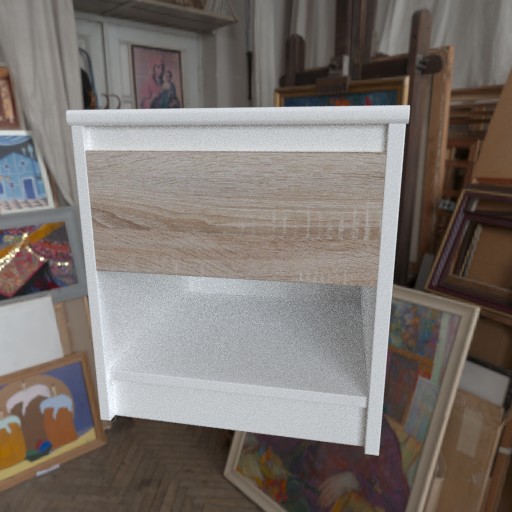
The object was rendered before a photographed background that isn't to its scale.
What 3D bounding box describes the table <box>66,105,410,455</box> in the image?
[{"bbox_3d":[0.000,0.000,0.763,0.420,0.460,0.380,3,15,11],"label":"table"}]
